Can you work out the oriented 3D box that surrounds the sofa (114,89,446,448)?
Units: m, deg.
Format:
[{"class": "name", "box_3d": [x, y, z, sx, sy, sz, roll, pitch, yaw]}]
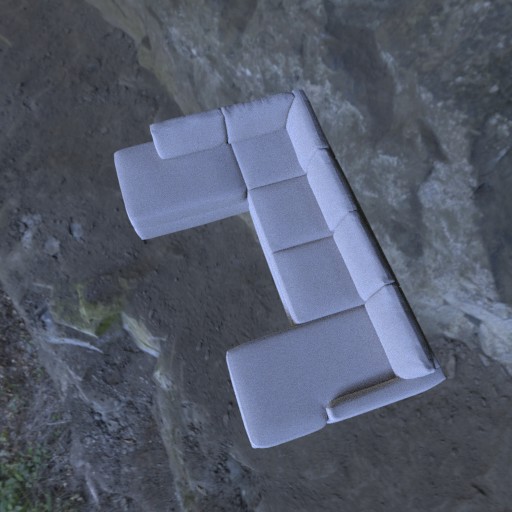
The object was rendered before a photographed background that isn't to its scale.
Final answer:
[{"class": "sofa", "box_3d": [0.000, 0.000, 3.869, 1.989, 0.862, 2.984, -16, 65, -8]}]
